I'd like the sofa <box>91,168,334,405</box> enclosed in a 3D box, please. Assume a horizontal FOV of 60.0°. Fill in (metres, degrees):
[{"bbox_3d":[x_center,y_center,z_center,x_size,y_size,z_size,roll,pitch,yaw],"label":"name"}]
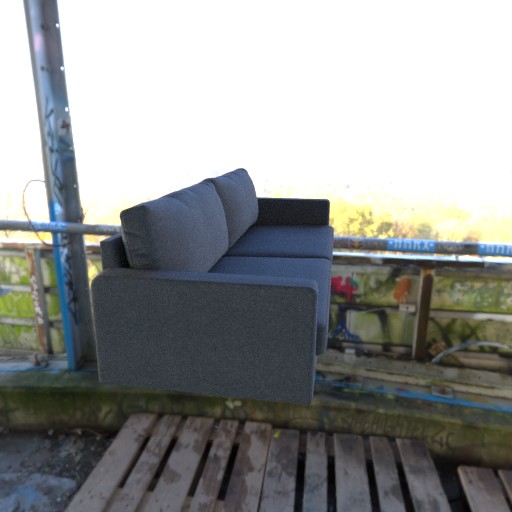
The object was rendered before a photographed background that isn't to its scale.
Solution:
[{"bbox_3d":[0.000,0.000,2.594,0.880,0.880,2.100,3,16,10],"label":"sofa"}]
